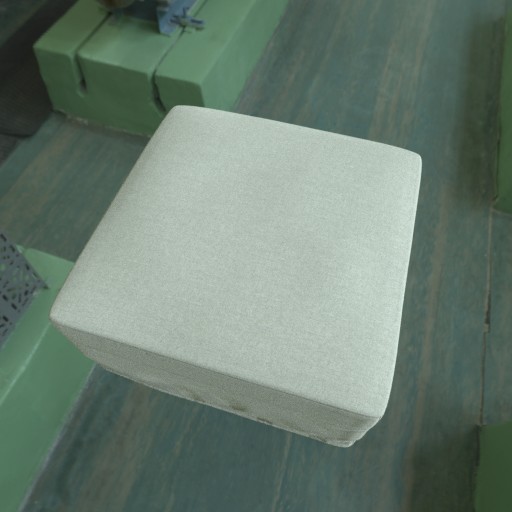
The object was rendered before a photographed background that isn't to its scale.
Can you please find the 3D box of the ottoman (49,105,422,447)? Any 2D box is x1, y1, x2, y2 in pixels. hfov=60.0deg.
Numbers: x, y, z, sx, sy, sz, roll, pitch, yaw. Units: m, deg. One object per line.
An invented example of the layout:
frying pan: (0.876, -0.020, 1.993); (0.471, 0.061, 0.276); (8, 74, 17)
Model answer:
ottoman: (0.000, 0.000, 1.346); (0.840, 0.436, 0.843); (14, 59, 9)
